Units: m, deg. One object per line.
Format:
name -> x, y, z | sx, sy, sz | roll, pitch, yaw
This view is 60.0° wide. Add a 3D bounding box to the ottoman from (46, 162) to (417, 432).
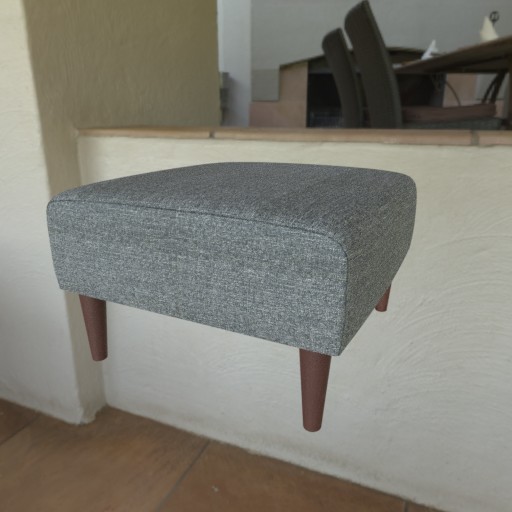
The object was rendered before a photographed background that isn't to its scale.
ottoman -> 0.000, 0.000, 1.062 | 0.648, 0.399, 0.655 | 9, 20, 26
